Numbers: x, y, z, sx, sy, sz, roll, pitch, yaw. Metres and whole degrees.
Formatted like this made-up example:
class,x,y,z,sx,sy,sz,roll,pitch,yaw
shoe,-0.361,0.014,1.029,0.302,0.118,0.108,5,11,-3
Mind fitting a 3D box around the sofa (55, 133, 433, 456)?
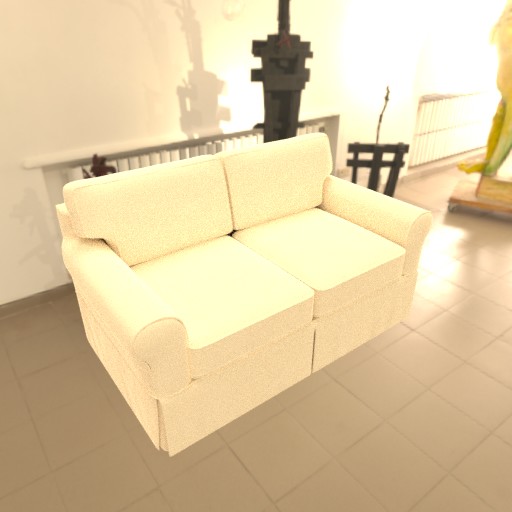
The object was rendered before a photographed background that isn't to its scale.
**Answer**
class,x,y,z,sx,sy,sz,roll,pitch,yaw
sofa,0.000,0.000,2.326,1.727,0.940,0.991,-20,35,-32
